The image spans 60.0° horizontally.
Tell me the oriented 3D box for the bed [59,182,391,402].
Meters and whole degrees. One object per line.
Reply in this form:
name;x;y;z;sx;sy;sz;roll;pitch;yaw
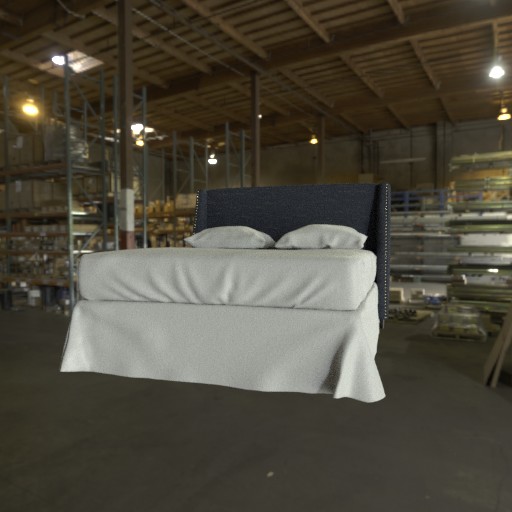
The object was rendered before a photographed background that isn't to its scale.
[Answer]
bed;0.000;0.000;3.347;1.925;1.332;2.276;0;1;17
